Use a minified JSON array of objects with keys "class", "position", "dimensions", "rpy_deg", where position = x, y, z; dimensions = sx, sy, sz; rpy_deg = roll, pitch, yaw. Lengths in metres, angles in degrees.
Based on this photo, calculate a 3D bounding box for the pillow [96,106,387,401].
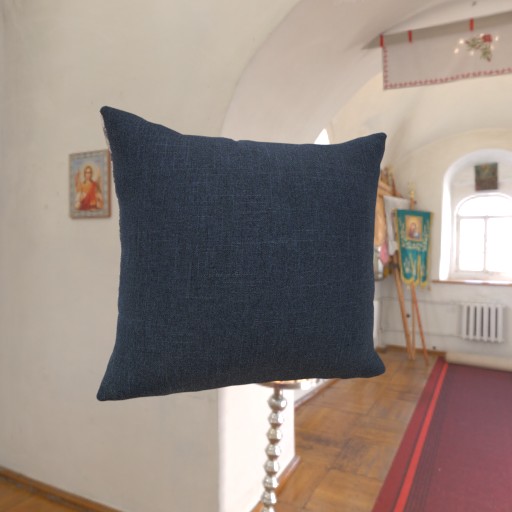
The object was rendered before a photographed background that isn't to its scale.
[{"class":"pillow","position":[0.000,0.000,0.799],"dimensions":[0.546,0.487,0.180],"rpy_deg":[-1,2,-18]}]
